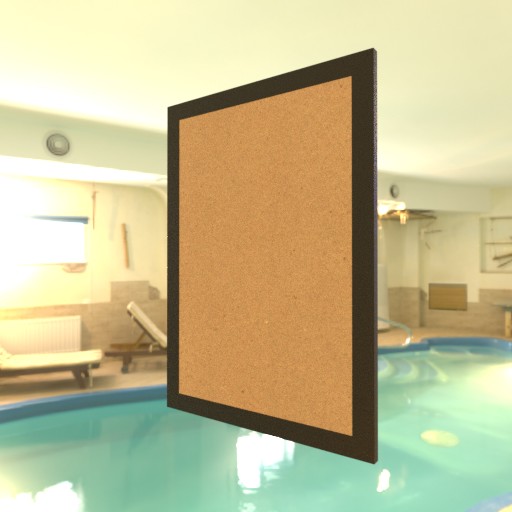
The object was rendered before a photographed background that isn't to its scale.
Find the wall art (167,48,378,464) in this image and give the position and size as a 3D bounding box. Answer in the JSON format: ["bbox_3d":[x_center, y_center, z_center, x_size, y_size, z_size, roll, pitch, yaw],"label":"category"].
[{"bbox_3d":[0.000,0.000,0.683,0.381,0.534,0.013,0,-1,36],"label":"wall art"}]
